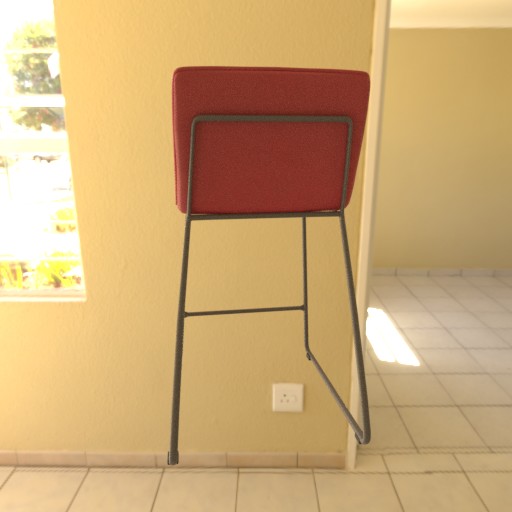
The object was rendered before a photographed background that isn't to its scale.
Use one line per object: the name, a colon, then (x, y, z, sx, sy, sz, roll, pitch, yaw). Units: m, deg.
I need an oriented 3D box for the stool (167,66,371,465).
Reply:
stool: (0.000, 0.000, 1.177, 0.489, 0.866, 0.524, -2, 15, -9)
